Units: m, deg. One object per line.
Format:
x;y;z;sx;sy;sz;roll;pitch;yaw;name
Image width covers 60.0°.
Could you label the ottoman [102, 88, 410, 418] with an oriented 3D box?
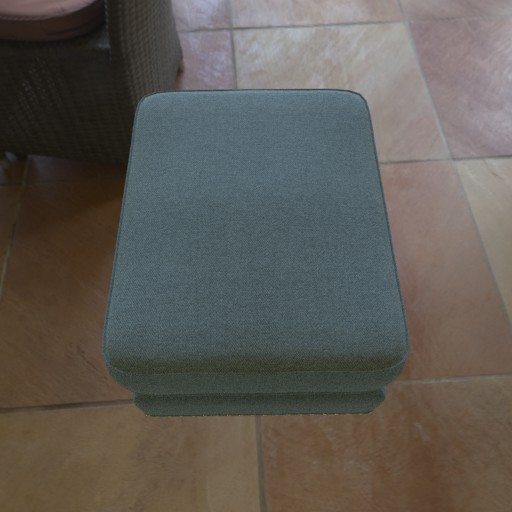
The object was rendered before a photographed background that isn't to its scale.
0.000;0.000;1.130;0.589;0.537;0.738;-1;63;0;ottoman
